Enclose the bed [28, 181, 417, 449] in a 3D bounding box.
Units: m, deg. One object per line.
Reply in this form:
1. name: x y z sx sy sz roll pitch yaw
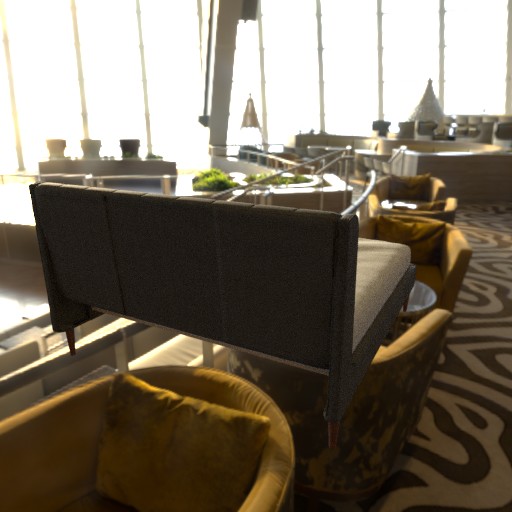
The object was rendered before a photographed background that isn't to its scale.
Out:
1. bed: 0.000 0.000 2.521 1.531 0.933 1.638 9 20 27
